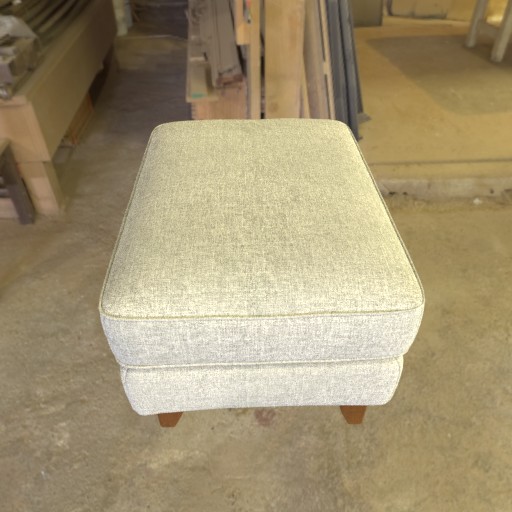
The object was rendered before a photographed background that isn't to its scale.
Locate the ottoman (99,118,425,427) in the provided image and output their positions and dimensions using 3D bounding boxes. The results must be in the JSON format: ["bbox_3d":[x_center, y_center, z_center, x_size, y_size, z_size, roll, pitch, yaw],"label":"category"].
[{"bbox_3d":[0.000,0.000,1.304,0.661,0.561,0.889,-1,41,-2],"label":"ottoman"}]
